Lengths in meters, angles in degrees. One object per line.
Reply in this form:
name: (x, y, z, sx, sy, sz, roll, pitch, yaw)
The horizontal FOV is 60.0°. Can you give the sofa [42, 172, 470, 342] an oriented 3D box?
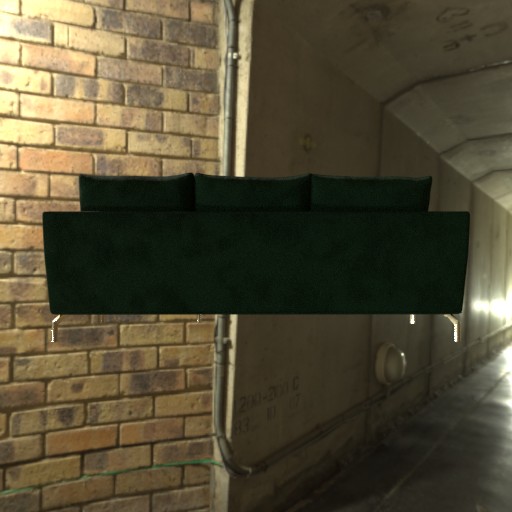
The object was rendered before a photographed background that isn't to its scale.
sofa: (0.000, 0.000, 3.242, 2.441, 1.007, 1.489, 0, -1, 0)
